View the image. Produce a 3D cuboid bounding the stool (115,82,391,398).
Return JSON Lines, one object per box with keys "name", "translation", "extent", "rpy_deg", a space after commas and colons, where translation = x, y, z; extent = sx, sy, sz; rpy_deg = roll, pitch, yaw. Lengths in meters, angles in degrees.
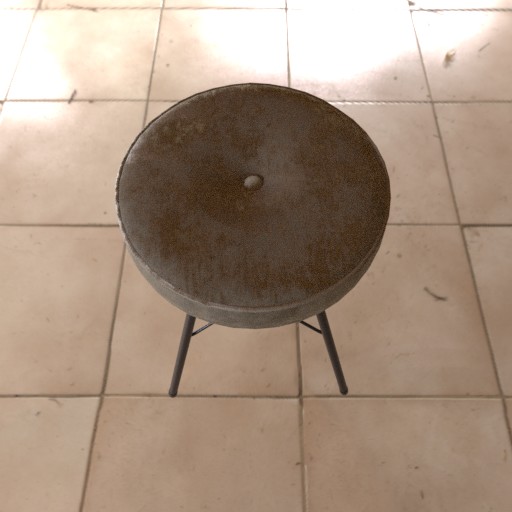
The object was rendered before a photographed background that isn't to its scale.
{"name": "stool", "translation": [0.000, 0.000, 0.885], "extent": [0.423, 0.538, 0.457], "rpy_deg": [-1, 63, 0]}
